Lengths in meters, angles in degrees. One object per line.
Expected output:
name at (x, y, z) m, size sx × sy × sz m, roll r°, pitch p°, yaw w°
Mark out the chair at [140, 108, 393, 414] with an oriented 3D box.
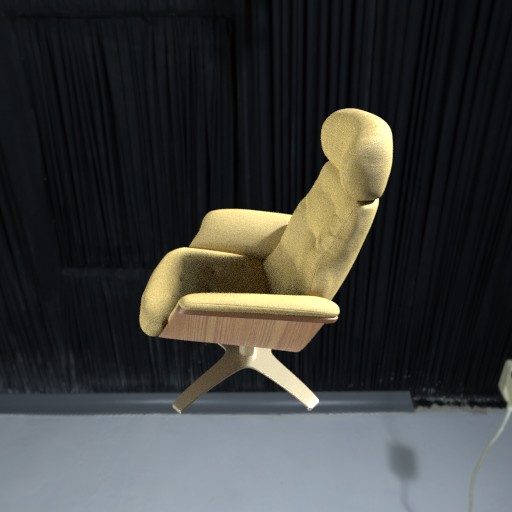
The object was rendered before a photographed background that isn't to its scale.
chair at (0.000, 0.000, 1.621) m, size 0.837 × 0.995 × 0.785 m, roll 0°, pitch 27°, yaw 0°
